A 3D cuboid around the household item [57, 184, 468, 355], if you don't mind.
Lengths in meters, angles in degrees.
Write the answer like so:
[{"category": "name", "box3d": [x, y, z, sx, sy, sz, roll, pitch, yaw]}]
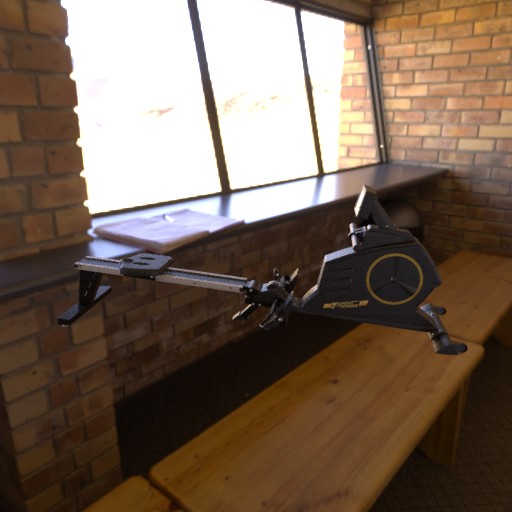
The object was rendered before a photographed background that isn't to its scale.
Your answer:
[{"category": "household item", "box3d": [0.000, 0.000, 2.527, 2.251, 0.810, 0.521, 3, 18, 9]}]
